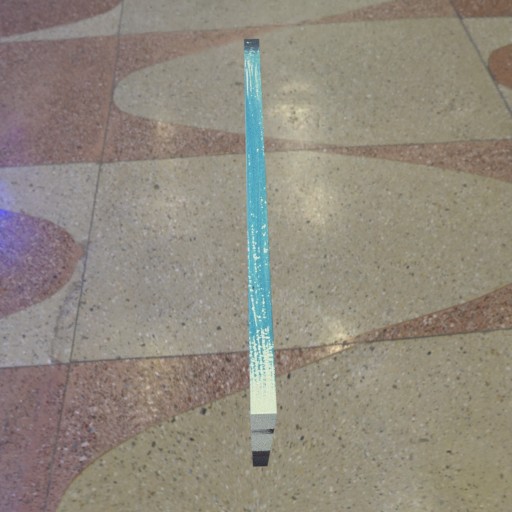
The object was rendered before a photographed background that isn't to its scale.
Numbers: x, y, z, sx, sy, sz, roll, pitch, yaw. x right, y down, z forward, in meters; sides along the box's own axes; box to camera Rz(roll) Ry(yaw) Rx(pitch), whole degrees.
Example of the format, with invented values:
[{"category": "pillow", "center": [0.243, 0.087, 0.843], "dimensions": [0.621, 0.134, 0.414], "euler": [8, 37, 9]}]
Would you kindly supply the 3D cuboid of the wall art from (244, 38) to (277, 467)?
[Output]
[{"category": "wall art", "center": [0.000, 0.000, 1.137], "dimensions": [0.039, 0.610, 0.914], "euler": [-1, 58, -1]}]
